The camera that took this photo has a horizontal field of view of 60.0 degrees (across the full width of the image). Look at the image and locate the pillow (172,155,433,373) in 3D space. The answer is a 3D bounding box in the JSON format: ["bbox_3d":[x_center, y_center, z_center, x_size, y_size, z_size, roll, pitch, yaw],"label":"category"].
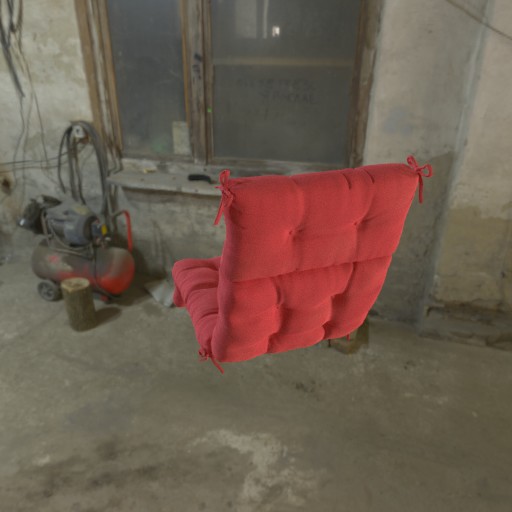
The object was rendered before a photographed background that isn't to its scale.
[{"bbox_3d":[0.000,0.000,1.536,0.526,0.863,1.016,-9,27,-18],"label":"pillow"}]
